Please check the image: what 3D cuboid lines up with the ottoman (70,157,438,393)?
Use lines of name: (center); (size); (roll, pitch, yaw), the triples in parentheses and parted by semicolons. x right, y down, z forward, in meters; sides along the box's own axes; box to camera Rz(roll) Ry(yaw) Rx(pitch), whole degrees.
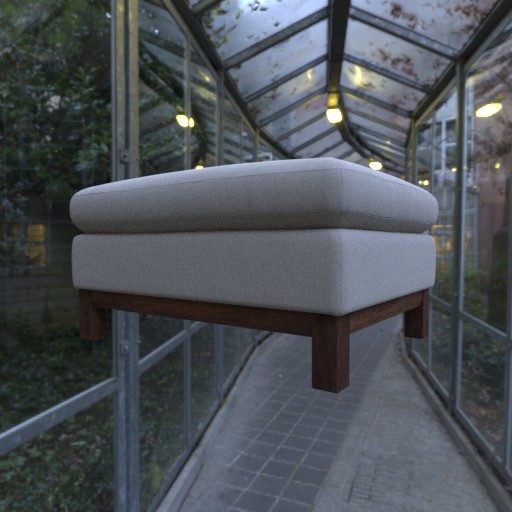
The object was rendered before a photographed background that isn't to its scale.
ottoman: (0.000, 0.000, 1.136); (0.771, 0.420, 0.606); (1, 2, 36)
